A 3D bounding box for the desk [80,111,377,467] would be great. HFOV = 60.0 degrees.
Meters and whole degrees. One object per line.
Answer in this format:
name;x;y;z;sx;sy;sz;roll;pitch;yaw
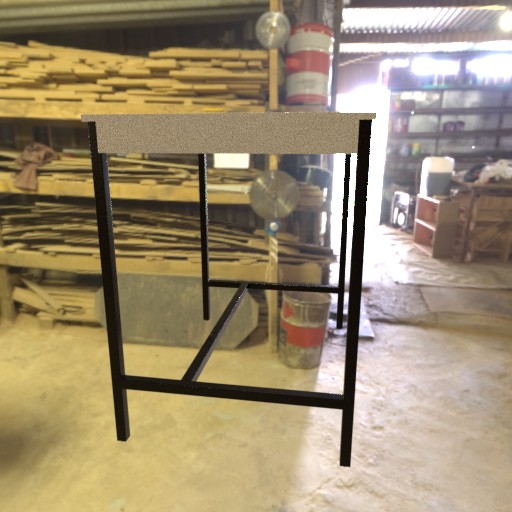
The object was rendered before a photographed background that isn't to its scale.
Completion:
desk;0.000;0.000;1.319;0.573;0.766;0.811;2;15;9
